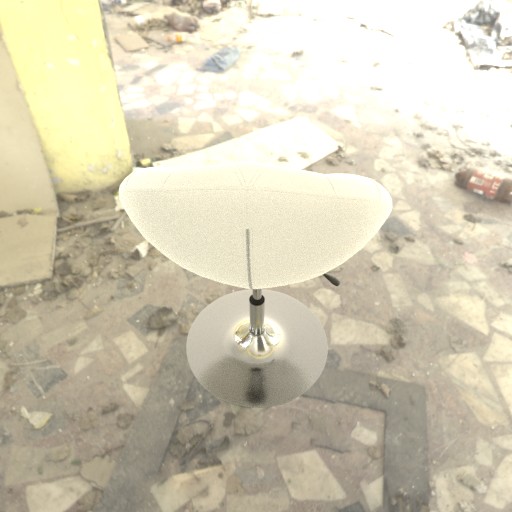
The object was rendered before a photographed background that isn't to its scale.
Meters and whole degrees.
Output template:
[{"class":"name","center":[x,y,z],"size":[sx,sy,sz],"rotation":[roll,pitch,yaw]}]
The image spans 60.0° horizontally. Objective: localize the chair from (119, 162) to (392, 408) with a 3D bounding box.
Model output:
[{"class":"chair","center":[0.000,0.000,1.803],"size":[0.940,1.261,0.736],"rotation":[3,46,3]}]
